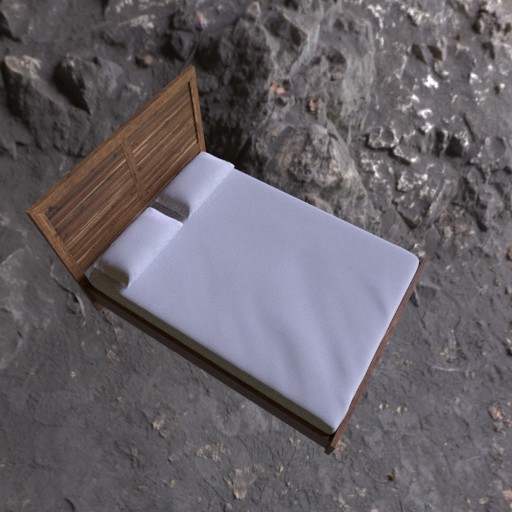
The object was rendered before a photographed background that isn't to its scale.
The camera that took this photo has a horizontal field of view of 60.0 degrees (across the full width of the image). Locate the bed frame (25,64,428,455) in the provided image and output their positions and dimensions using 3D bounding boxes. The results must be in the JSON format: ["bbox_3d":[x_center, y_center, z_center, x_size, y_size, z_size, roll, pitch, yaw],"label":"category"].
[{"bbox_3d":[0.000,0.000,3.371,2.276,1.417,1.696,28,62,16],"label":"bed frame"}]
